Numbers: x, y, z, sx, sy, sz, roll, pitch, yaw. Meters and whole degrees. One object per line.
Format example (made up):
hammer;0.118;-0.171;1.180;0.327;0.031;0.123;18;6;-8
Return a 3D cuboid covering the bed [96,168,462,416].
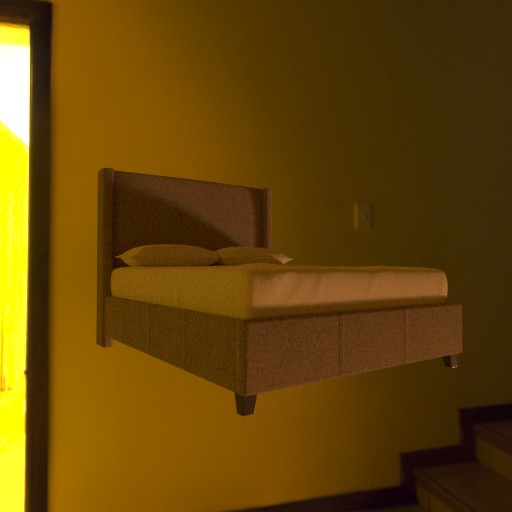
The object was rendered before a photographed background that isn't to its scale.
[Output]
bed;0.000;0.000;3.316;1.714;1.481;2.245;1;-2;-35
